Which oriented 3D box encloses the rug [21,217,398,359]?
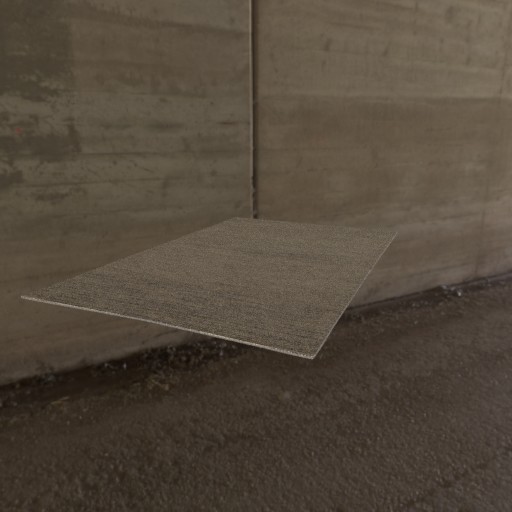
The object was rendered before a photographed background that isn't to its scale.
[{"bbox_3d":[0.000,0.000,2.220,1.149,0.021,1.773,7,17,24],"label":"rug"}]
